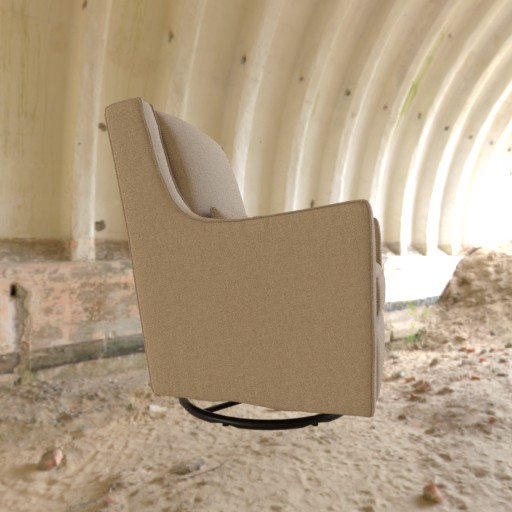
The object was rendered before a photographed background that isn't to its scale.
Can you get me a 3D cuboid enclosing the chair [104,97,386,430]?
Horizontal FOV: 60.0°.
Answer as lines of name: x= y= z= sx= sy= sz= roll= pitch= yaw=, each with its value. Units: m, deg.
chair: x=0.000 y=0.000 z=1.570 sx=0.879 sy=0.993 sz=0.732 roll=0 pitch=1 yaw=17
